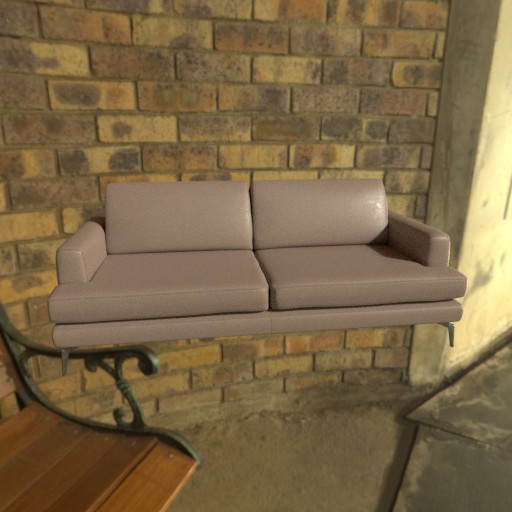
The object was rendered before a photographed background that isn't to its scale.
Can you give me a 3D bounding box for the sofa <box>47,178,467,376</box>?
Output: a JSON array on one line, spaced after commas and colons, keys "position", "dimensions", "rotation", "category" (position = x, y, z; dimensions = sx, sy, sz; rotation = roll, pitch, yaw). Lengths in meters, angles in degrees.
[{"position": [0.000, 0.000, 2.440], "dimensions": [1.940, 0.765, 0.974], "rotation": [-2, 17, -8], "category": "sofa"}]
